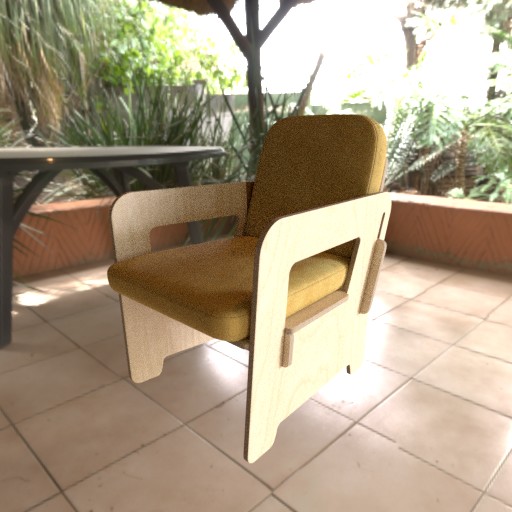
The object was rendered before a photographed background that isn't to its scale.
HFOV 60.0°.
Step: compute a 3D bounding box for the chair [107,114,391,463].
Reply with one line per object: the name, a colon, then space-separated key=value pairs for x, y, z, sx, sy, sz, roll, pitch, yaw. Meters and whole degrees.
chair: x=0.000 y=0.000 z=1.290 sx=0.590 sy=0.800 sz=0.710 roll=15 pitch=21 yaw=42
